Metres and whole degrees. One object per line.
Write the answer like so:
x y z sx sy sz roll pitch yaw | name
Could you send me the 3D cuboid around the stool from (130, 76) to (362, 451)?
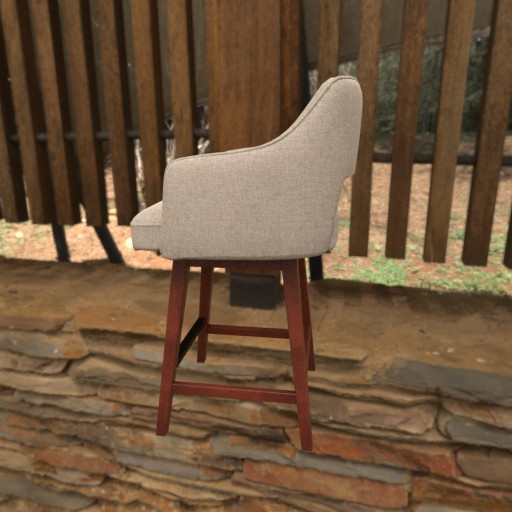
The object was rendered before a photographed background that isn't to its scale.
0.000 0.000 1.297 0.558 0.944 0.599 2 15 8 | stool
